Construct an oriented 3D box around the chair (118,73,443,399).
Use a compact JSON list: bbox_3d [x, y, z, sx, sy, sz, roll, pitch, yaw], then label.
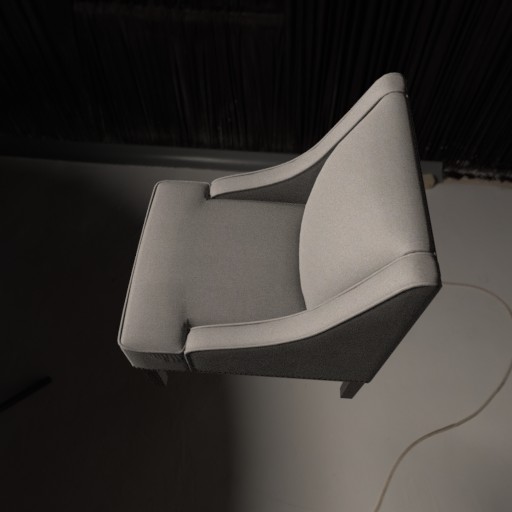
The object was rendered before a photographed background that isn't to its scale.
[{"bbox_3d":[0.000,0.000,1.346,0.747,0.867,0.631,3,58,2],"label":"chair"}]
